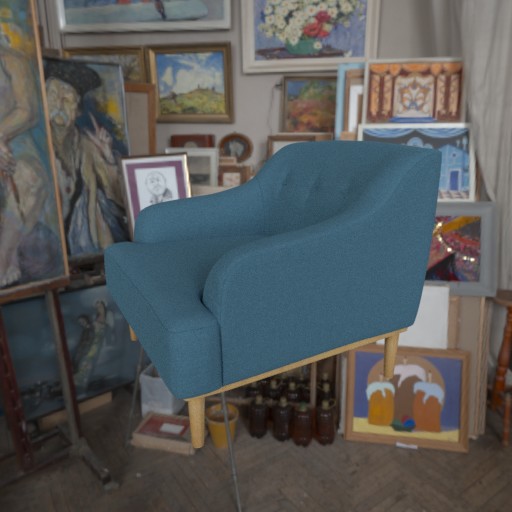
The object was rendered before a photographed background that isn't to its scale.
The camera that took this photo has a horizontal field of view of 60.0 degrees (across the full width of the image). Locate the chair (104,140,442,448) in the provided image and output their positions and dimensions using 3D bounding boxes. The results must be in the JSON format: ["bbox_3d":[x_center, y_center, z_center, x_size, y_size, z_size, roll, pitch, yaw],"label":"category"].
[{"bbox_3d":[0.000,0.000,1.635,0.951,0.818,0.946,-8,17,-27],"label":"chair"}]
